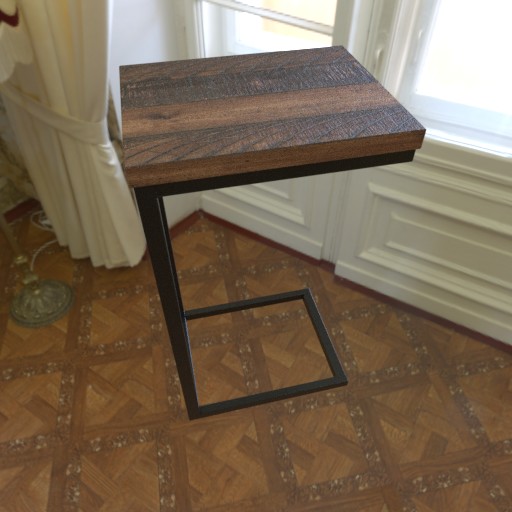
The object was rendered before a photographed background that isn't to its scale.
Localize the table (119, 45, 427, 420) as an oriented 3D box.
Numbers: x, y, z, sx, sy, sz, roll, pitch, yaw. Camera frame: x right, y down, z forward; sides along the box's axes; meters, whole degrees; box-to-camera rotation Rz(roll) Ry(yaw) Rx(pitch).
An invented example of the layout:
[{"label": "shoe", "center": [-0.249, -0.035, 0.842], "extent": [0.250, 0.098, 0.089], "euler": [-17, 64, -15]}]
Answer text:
[{"label": "table", "center": [0.000, 0.000, 0.947], "extent": [0.414, 0.718, 0.323], "euler": [-9, 46, -9]}]
